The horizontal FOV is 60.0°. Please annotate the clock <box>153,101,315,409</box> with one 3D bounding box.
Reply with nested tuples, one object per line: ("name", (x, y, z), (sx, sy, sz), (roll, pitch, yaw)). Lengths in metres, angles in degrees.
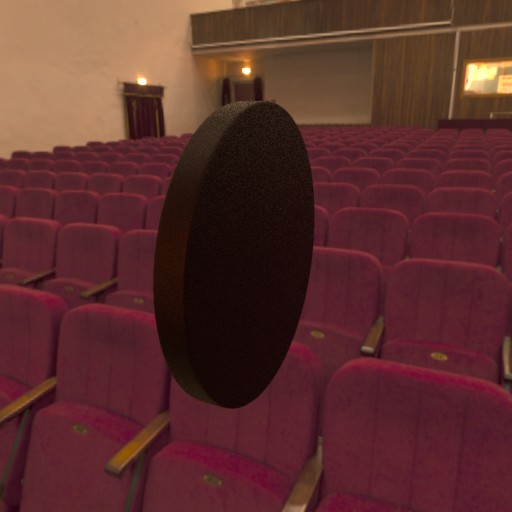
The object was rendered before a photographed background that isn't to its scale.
("clock", (0.000, 0.000, 0.475), (0.029, 0.314, 0.314), (7, 18, 24))
